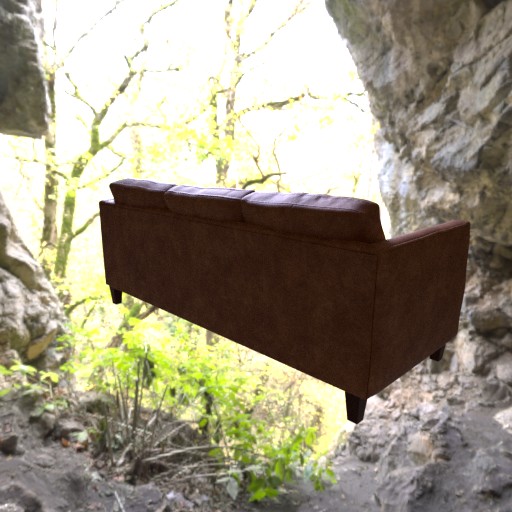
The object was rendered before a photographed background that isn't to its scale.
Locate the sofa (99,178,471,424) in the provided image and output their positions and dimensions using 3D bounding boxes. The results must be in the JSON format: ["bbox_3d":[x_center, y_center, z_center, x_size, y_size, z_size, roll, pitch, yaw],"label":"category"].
[{"bbox_3d":[0.000,0.000,3.017,1.045,1.006,2.464,-13,19,-43],"label":"sofa"}]
